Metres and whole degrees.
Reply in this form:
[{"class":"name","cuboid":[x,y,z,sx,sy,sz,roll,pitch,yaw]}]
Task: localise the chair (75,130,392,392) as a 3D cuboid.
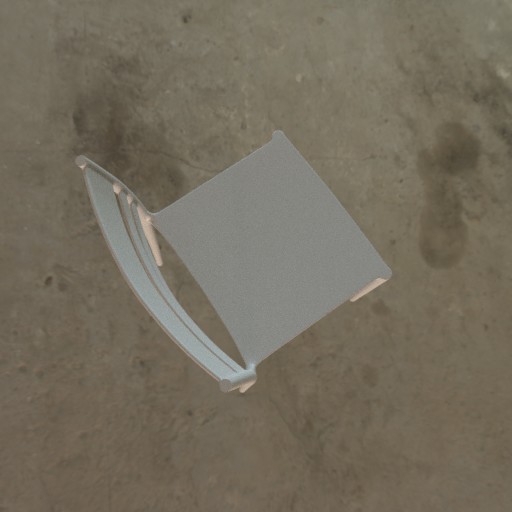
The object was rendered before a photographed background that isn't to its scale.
[{"class":"chair","cuboid":[0.000,0.000,1.129,0.511,0.800,0.531,-34,78,-8]}]
